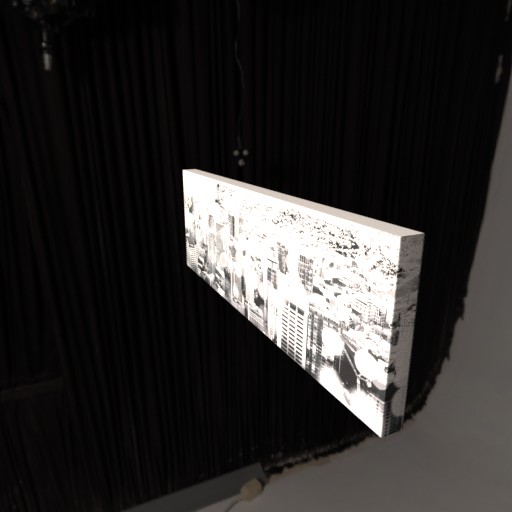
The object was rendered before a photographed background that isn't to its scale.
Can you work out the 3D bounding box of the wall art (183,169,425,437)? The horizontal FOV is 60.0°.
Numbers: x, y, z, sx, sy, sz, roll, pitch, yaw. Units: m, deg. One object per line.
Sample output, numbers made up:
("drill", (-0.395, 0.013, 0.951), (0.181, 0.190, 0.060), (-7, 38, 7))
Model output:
("wall art", (0.000, 0.000, 0.842), (0.038, 0.255, 0.763), (-8, 19, -25))
